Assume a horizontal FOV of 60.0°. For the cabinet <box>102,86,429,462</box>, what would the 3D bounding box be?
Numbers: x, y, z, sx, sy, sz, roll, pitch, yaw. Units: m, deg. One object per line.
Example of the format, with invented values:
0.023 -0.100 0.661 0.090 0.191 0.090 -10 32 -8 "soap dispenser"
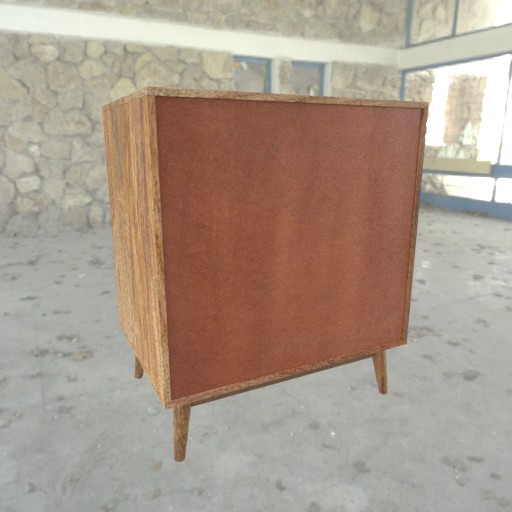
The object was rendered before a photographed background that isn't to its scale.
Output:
0.000 0.000 1.168 0.647 0.758 0.473 -7 16 -26 "cabinet"
